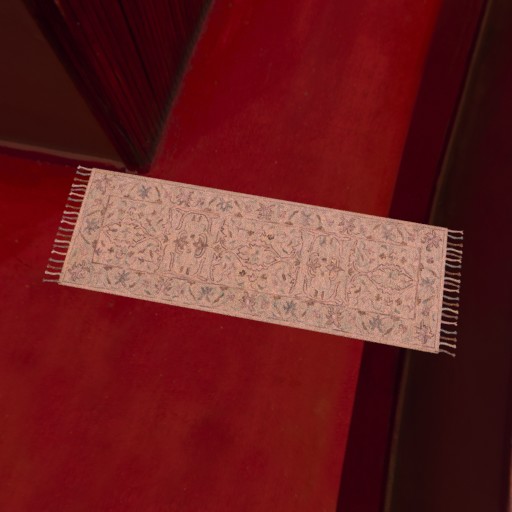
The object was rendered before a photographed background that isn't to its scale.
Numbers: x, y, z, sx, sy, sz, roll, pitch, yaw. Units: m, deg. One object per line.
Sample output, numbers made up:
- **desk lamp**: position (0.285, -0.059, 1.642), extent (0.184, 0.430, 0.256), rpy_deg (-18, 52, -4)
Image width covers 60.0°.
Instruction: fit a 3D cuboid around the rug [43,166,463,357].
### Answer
- **rug**: position (0.000, 0.000, 2.670), extent (2.440, 0.013, 0.769), rpy_deg (10, 75, 3)
